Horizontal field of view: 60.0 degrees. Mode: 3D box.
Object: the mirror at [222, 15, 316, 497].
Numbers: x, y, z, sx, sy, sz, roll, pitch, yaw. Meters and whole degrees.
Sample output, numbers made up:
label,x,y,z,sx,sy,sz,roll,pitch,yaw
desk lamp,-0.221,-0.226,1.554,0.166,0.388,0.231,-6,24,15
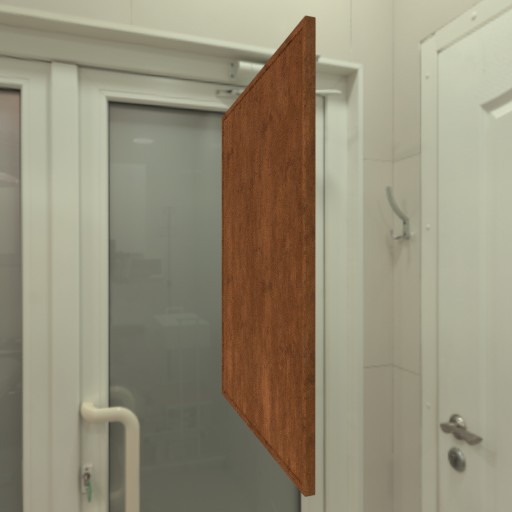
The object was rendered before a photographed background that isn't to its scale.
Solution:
label,x,y,z,sx,sy,sz,roll,pitch,yaw
mirror,0.000,0.000,1.391,0.028,1.099,0.796,0,0,-18
